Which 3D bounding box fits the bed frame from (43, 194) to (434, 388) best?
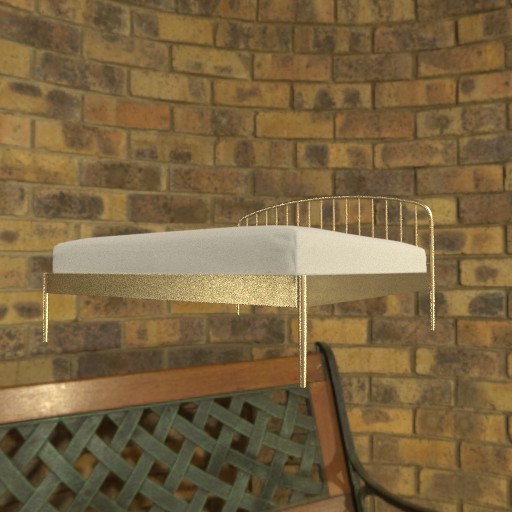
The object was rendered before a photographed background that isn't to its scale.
[{"bbox_3d":[0.000,0.000,3.296,2.016,1.174,2.152,-1,-2,35],"label":"bed frame"}]
